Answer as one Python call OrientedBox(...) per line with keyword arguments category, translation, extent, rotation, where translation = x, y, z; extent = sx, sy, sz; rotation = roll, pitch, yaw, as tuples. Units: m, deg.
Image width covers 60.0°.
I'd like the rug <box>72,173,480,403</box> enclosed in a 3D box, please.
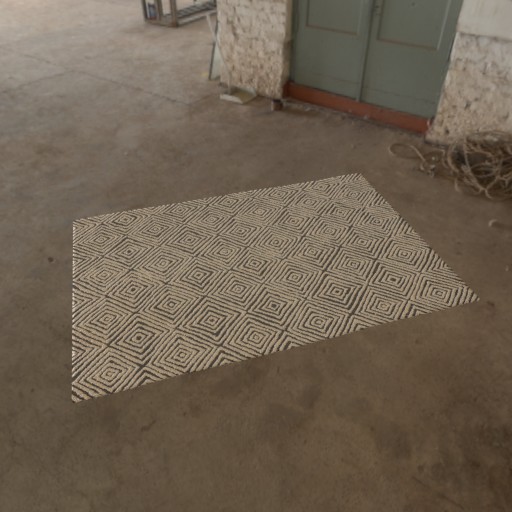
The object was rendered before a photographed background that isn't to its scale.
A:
OrientedBox(category="rug", translation=(0.000, 0.000, 2.219), extent=(1.750, 0.004, 1.177), rotation=(-11, 42, -13))
